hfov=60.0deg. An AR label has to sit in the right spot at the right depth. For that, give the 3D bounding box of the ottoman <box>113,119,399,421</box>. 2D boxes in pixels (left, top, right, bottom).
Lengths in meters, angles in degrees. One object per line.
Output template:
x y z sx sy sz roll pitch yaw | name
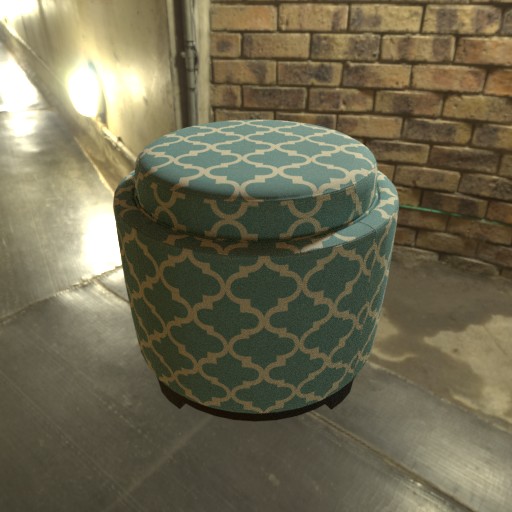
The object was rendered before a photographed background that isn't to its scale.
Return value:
0.000 0.000 0.832 0.480 0.429 0.480 0 32 0 | ottoman
